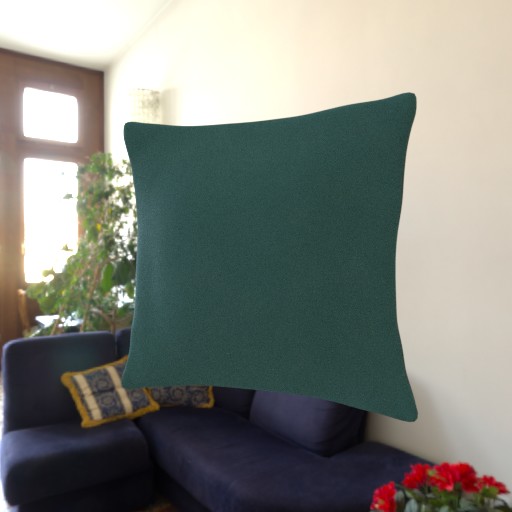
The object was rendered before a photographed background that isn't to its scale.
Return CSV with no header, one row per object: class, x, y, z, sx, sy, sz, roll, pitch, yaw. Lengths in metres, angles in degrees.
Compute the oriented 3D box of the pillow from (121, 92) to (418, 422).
pillow,0.000,0.000,0.630,0.433,0.415,0.151,0,0,18
